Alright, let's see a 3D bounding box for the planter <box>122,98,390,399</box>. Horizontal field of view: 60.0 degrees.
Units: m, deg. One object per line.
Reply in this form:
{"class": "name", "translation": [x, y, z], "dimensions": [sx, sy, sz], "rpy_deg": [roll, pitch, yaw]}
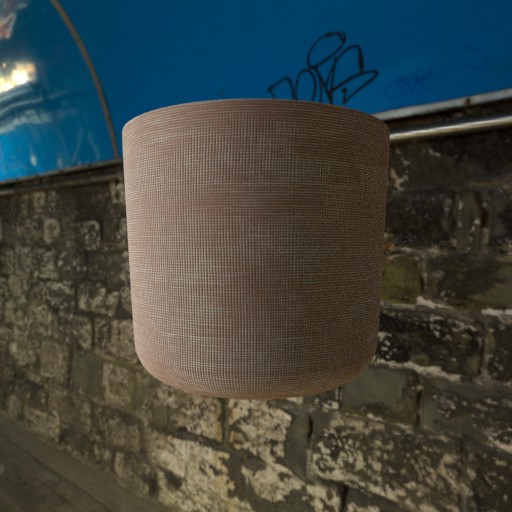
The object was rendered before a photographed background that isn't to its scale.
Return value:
{"class": "planter", "translation": [0.000, 0.000, 0.766], "dimensions": [0.440, 0.398, 0.440], "rpy_deg": [0, 2, 0]}
